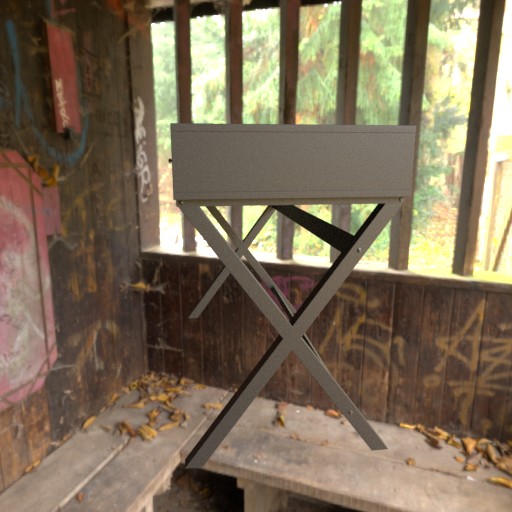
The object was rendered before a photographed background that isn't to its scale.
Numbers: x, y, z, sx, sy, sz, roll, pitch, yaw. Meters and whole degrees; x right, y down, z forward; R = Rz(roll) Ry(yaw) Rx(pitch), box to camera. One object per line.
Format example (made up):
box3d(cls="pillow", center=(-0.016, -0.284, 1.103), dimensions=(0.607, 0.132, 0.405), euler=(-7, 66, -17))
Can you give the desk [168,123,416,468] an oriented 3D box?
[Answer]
box3d(cls="desk", center=(0.000, 0.000, 1.484), dimensions=(0.525, 0.780, 1.057), euler=(-2, 13, -8))
